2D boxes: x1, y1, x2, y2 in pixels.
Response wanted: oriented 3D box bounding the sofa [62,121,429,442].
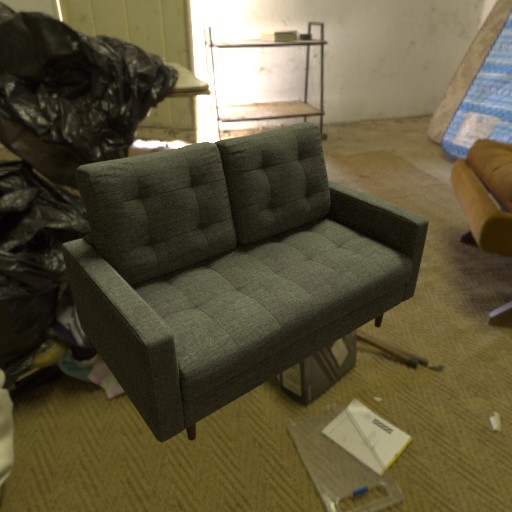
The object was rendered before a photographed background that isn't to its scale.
[{"bbox_3d":[0.000,0.000,1.950,1.407,0.907,0.842,-21,36,-32],"label":"sofa"}]
